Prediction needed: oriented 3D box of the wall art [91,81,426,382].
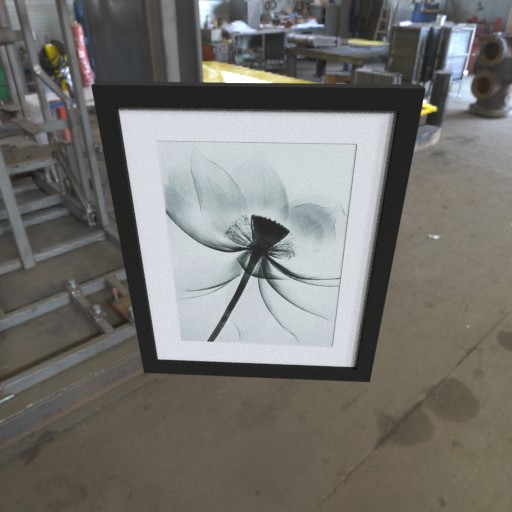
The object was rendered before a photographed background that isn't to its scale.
[{"bbox_3d":[0.000,0.000,0.762,0.457,0.559,0.029,2,31,3],"label":"wall art"}]
